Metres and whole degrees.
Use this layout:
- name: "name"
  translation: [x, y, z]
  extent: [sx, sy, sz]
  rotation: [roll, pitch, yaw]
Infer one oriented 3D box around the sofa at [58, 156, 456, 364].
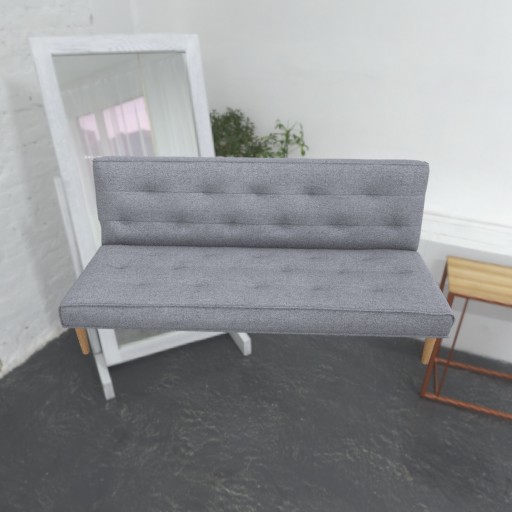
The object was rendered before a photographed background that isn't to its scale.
- name: "sofa"
  translation: [0.000, 0.000, 2.301]
  extent: [1.820, 0.830, 0.810]
  rotation: [1, 30, 2]
